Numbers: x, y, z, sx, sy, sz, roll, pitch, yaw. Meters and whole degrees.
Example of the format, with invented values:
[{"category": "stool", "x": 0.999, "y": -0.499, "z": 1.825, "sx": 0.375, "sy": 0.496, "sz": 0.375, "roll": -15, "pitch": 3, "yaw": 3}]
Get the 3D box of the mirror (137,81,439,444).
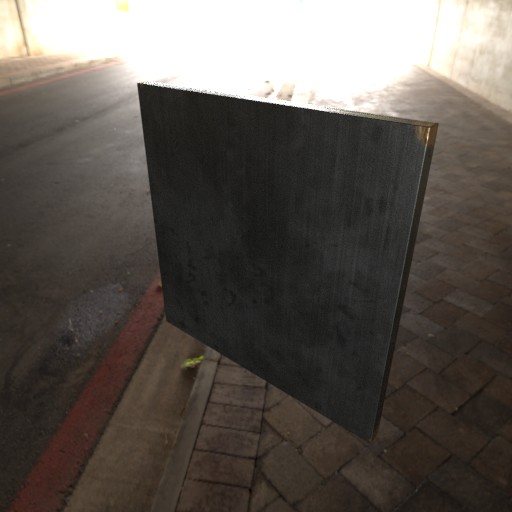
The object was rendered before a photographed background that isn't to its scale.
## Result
[{"category": "mirror", "x": 0.000, "y": 0.000, "z": 0.561, "sx": 0.382, "sy": 0.381, "sz": 0.020, "roll": 22, "pitch": 36, "yaw": 34}]
